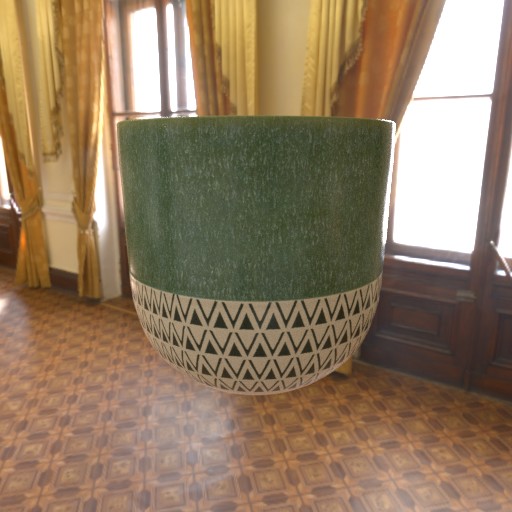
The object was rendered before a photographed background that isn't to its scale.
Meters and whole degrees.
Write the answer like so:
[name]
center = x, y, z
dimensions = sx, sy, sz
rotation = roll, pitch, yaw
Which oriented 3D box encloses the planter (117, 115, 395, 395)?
[planter]
center = 0.000, 0.000, 0.474
dimensions = 0.266, 0.270, 0.266
rotation = 0, 14, 0
